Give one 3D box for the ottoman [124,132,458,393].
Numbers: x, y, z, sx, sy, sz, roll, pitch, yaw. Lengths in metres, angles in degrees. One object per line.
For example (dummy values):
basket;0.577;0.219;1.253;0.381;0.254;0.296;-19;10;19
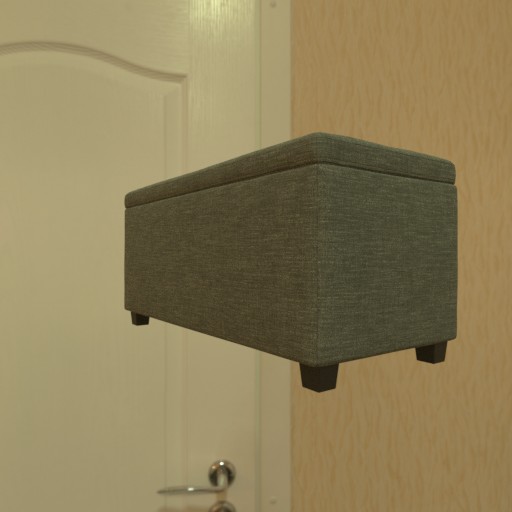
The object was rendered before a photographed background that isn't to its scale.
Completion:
ottoman;0.000;0.000;1.151;0.419;0.432;0.902;0;0;-36
